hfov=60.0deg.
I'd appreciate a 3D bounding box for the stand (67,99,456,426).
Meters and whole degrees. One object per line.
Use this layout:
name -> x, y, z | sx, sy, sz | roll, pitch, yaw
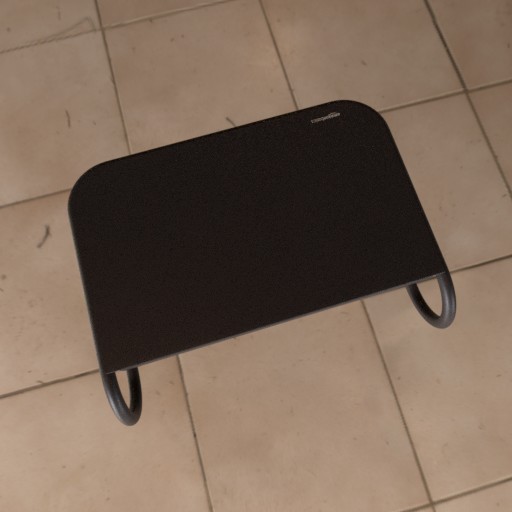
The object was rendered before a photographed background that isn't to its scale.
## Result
stand -> 0.000, 0.000, 0.515 | 0.370, 0.108, 0.280 | -16, 76, -4
